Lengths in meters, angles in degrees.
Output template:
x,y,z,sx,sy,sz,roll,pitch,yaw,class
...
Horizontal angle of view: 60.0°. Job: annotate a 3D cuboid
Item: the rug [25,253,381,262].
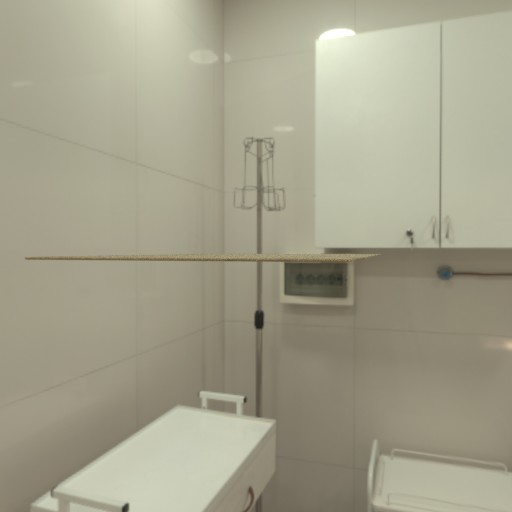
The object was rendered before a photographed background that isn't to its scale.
x,y,z,sx,sy,sz,roll,pitch,yaw,class
0.000,0.000,3.036,1.540,0.012,2.448,0,1,18,rug
